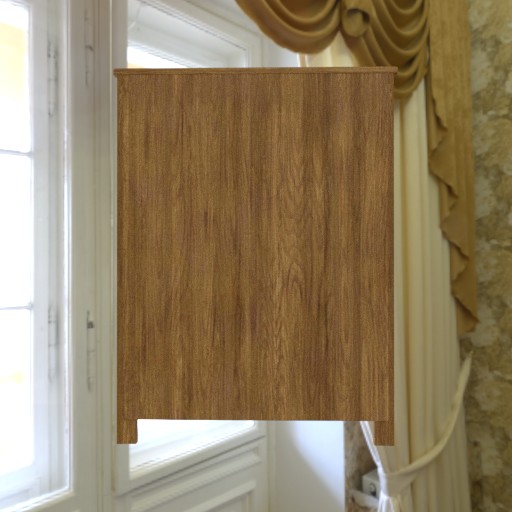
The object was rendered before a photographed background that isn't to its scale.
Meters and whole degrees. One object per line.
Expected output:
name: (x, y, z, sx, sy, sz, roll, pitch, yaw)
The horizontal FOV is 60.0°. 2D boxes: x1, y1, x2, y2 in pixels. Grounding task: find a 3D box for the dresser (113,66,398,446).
dresser: (0.000, 0.000, 1.955, 1.081, 1.431, 0.558, 0, 0, 1)
